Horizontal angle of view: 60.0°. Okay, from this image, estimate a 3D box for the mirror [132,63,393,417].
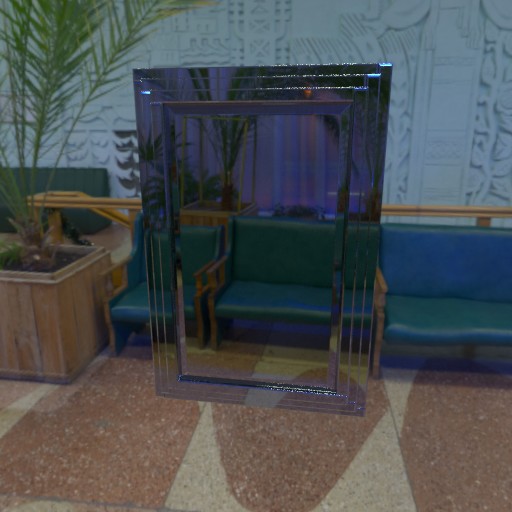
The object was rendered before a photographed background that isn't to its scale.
[{"bbox_3d":[0.000,0.000,1.148,0.613,0.914,0.039,3,16,9],"label":"mirror"}]
